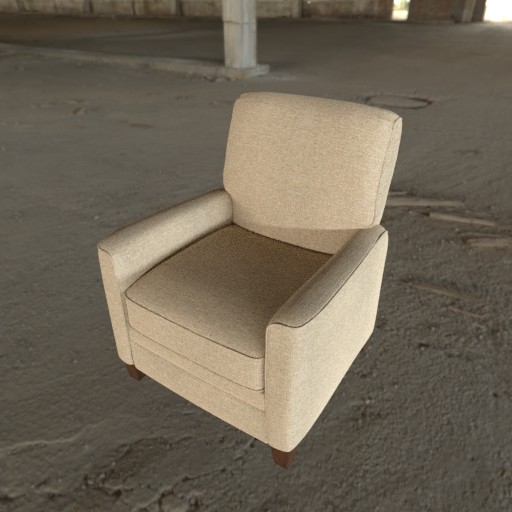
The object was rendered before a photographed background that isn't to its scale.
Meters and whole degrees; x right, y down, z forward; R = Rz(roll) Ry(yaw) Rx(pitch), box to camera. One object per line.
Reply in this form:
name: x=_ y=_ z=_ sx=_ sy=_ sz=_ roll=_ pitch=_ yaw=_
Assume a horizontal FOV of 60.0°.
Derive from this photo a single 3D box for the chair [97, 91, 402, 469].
chair: x=0.000 y=0.000 z=1.654 sx=0.841 sy=1.028 sz=0.858 roll=19 pitch=36 yaw=28
